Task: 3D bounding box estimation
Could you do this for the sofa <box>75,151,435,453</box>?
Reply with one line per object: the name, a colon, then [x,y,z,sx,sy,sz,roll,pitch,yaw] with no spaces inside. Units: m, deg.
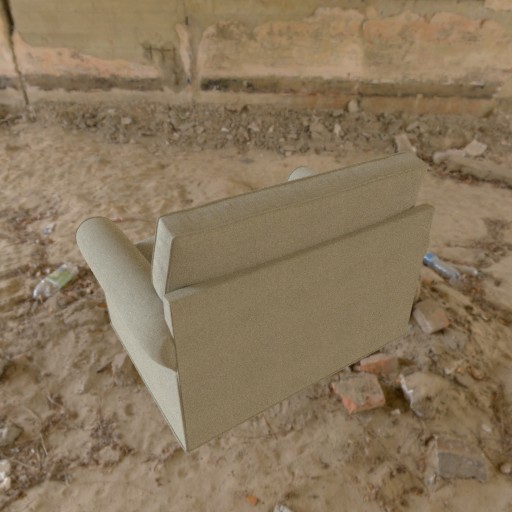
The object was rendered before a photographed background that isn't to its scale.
sofa: [0.000,0.000,2.086,1.405,0.991,0.936,-19,36,-28]
